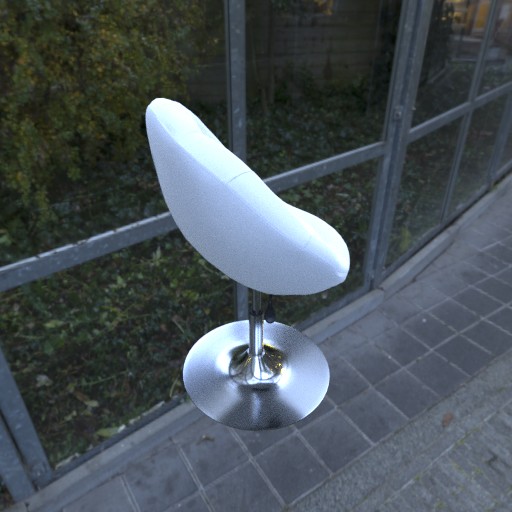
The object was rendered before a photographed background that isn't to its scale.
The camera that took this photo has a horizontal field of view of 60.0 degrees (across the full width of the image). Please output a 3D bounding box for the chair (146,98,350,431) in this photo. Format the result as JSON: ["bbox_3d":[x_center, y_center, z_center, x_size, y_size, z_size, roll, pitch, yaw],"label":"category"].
[{"bbox_3d":[0.000,0.000,1.818,0.736,1.261,0.940,-11,33,-17],"label":"chair"}]
